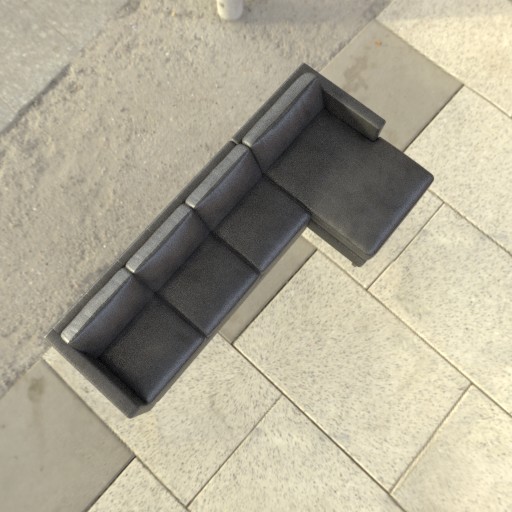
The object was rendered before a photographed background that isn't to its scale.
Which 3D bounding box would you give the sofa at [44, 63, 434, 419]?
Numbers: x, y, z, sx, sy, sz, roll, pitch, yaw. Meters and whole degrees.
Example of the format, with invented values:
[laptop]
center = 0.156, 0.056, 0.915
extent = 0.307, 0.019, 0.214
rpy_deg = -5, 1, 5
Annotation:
[sofa]
center = 0.000, 0.000, 3.849
extent = 1.581, 0.883, 3.203
rpy_deg = 39, 79, 9
